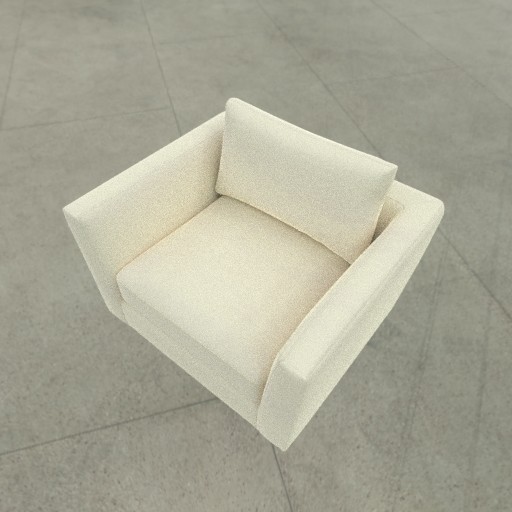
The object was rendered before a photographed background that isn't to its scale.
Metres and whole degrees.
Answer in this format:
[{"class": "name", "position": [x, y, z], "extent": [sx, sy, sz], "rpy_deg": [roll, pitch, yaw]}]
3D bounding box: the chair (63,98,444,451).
[{"class": "chair", "position": [0.000, 0.000, 1.721], "extent": [1.041, 0.865, 0.889], "rpy_deg": [31, 55, 25]}]
